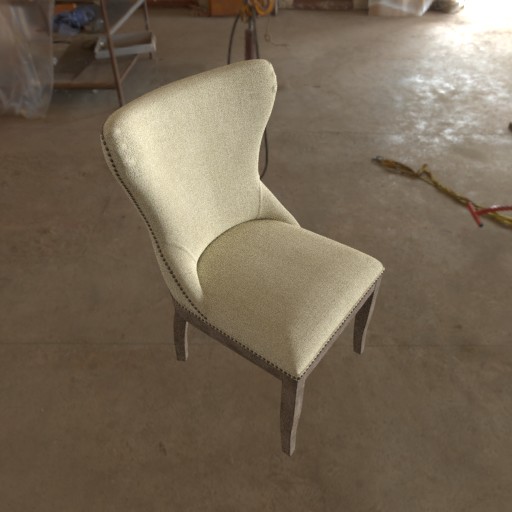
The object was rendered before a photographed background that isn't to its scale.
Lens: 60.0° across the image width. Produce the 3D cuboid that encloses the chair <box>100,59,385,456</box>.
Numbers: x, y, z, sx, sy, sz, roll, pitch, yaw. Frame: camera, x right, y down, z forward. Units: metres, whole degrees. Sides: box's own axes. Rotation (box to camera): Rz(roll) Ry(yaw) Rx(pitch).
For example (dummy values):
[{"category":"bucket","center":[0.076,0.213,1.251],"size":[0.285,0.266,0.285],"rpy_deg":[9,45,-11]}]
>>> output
[{"category":"chair","center":[0.000,0.000,1.425],"size":[0.681,1.002,0.654],"rpy_deg":[26,47,27]}]
